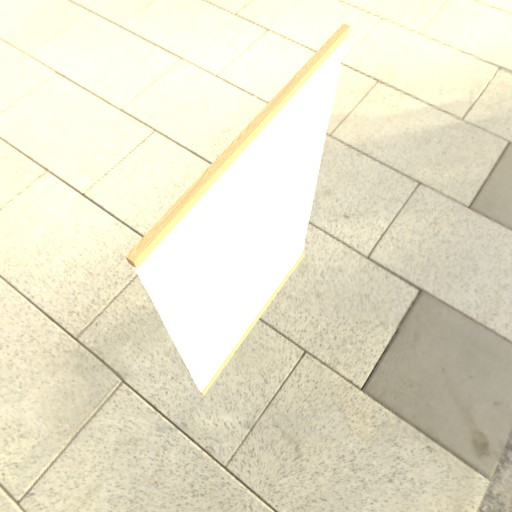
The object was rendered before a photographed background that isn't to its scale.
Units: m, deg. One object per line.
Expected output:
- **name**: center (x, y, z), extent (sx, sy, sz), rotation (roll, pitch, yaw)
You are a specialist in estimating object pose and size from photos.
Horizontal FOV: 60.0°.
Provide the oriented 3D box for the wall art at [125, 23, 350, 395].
- **wall art**: center (0.000, 0.000, 1.865), extent (0.025, 1.521, 1.011), rotation (31, 66, 16)
